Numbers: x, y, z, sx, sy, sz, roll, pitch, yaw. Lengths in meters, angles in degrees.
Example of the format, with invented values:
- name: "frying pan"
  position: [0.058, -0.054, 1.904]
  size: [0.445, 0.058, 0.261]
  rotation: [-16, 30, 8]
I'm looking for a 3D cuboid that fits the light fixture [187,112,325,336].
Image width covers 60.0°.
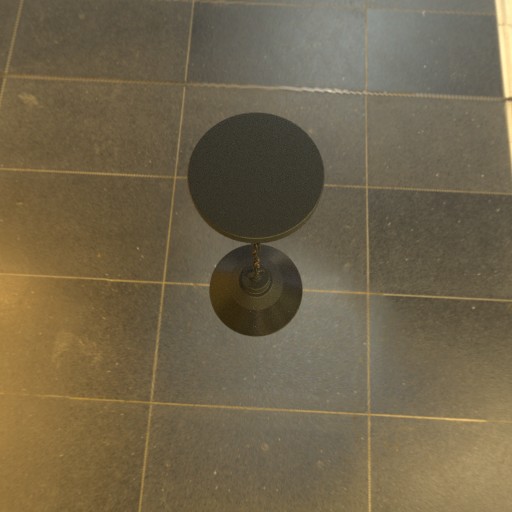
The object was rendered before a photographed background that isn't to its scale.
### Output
- name: "light fixture"
  position: [0.000, 0.000, 0.671]
  size: [0.201, 0.588, 0.201]
  rotation: [-16, 76, -4]
